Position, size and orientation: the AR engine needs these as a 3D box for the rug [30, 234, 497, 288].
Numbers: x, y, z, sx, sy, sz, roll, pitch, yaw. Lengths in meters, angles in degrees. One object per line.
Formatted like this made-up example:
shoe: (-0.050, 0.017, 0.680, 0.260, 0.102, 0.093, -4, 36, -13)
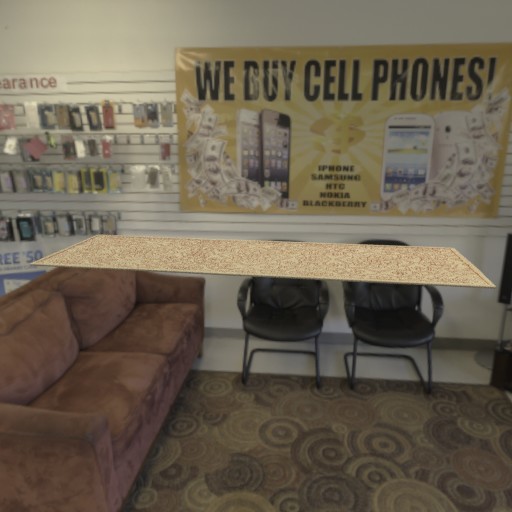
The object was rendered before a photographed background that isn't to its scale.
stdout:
rug: (0.000, 0.000, 2.651, 2.448, 0.012, 0.769, 2, 15, 9)
